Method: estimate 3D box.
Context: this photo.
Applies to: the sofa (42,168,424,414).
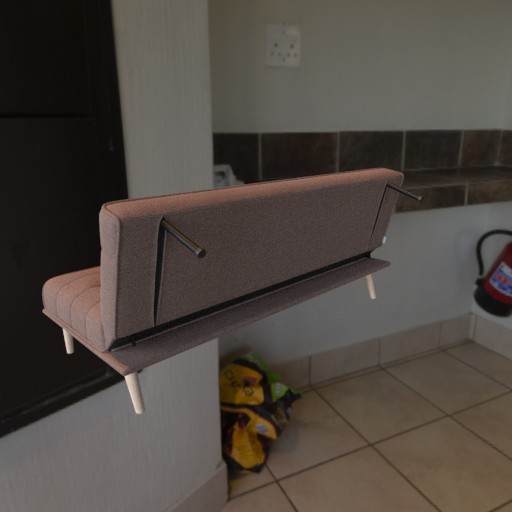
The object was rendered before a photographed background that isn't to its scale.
[{"bbox_3d":[0.000,0.000,2.285,1.820,0.810,1.038,-16,23,-42],"label":"sofa"}]
